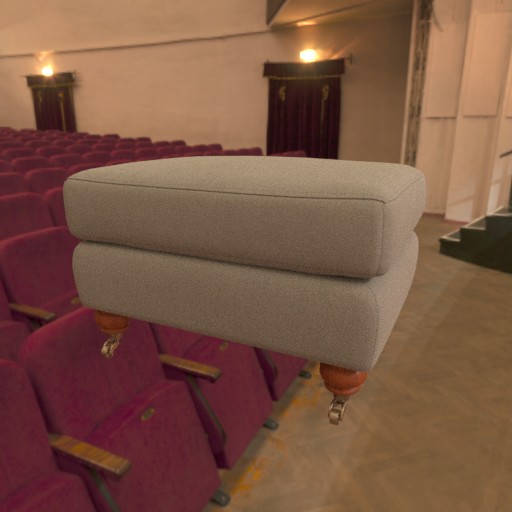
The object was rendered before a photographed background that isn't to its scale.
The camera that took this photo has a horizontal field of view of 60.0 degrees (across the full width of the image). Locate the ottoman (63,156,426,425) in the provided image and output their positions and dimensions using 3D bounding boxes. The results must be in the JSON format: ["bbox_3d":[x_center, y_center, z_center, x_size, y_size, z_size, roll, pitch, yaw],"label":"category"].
[{"bbox_3d":[0.000,0.000,1.160,0.773,0.499,0.569,8,18,25],"label":"ottoman"}]
